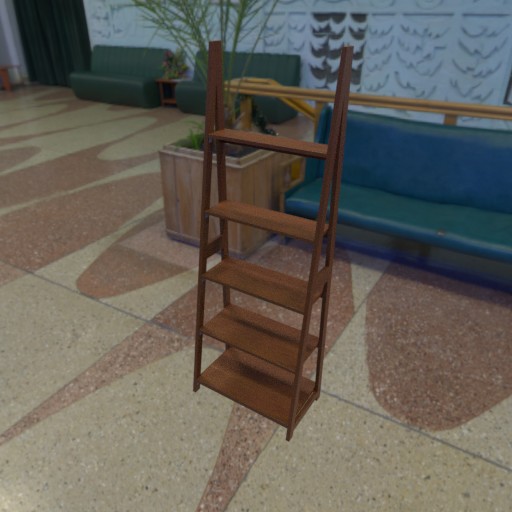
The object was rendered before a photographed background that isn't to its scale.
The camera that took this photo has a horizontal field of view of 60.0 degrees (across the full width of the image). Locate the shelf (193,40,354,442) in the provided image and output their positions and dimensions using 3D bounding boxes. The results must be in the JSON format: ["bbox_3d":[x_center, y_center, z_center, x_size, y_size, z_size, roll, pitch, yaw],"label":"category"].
[{"bbox_3d":[0.000,0.000,2.070,0.630,1.780,0.356,17,33,28],"label":"shelf"}]
